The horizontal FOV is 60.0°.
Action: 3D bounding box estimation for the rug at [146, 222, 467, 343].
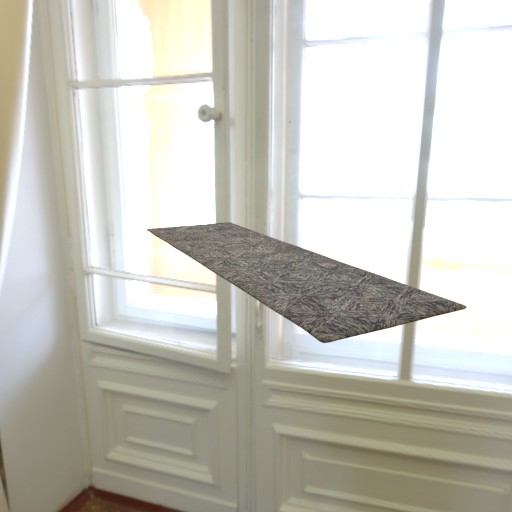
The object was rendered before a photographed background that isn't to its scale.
[{"bbox_3d":[0.000,0.000,2.591,0.719,0.013,2.305,-7,16,-27],"label":"rug"}]
